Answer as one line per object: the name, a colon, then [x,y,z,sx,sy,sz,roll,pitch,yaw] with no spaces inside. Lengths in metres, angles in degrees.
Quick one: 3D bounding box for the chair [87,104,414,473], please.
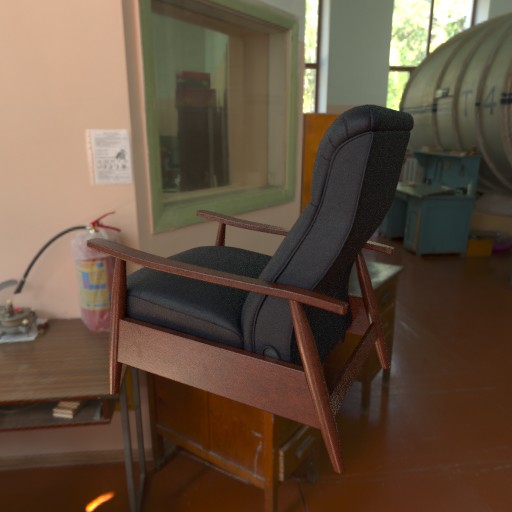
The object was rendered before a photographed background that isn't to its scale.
chair: [0.000,0.000,1.739,1.014,1.082,0.762,8,17,26]
